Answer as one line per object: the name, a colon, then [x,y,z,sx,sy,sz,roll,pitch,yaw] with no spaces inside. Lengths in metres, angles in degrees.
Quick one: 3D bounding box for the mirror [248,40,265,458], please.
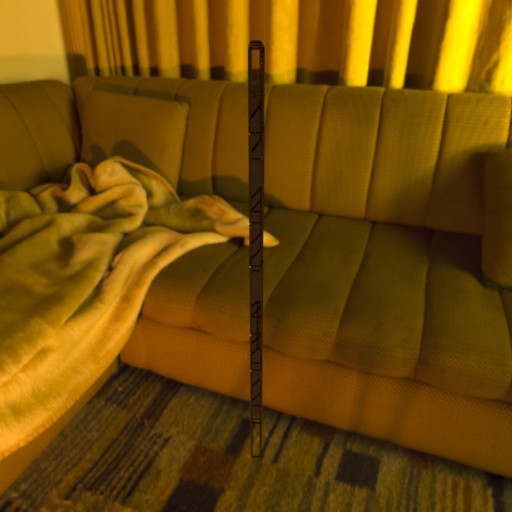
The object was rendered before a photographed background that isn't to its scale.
mirror: [0.000,0.000,1.373,0.037,1.192,0.565,0,27,0]
